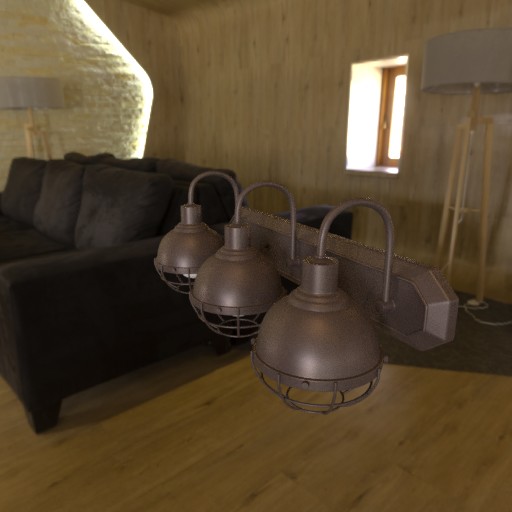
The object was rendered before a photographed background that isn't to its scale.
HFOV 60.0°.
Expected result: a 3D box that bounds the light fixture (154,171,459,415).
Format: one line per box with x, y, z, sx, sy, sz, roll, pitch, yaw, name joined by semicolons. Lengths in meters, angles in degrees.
0.000;0.000;0.758;0.229;0.254;0.634;-8;17;-26;light fixture
